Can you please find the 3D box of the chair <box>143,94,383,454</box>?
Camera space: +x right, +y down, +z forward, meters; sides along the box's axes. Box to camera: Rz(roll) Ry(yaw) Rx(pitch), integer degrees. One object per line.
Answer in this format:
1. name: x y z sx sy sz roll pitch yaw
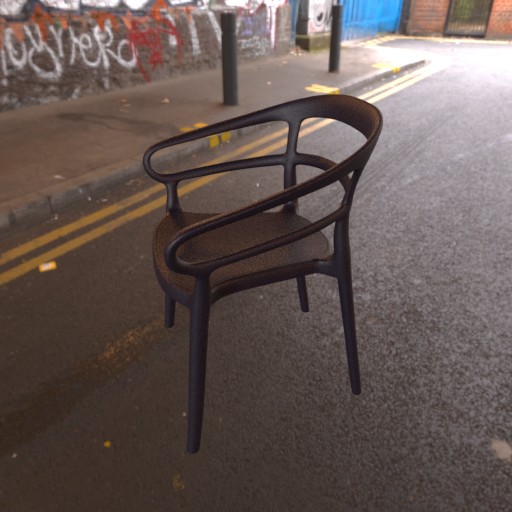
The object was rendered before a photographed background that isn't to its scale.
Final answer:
1. chair: 0.000 0.000 1.166 0.527 0.761 0.559 -9 32 -14
